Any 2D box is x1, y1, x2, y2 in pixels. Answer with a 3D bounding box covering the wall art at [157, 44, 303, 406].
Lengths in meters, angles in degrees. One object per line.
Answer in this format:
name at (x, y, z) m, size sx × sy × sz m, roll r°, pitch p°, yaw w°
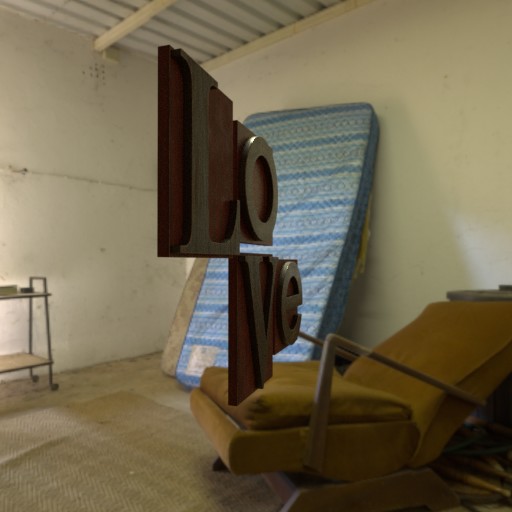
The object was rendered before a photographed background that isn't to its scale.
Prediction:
wall art at (0.000, 0.000, 0.825) m, size 0.030 × 0.497 × 0.635 m, roll 0°, pitch -1°, yaw 19°
